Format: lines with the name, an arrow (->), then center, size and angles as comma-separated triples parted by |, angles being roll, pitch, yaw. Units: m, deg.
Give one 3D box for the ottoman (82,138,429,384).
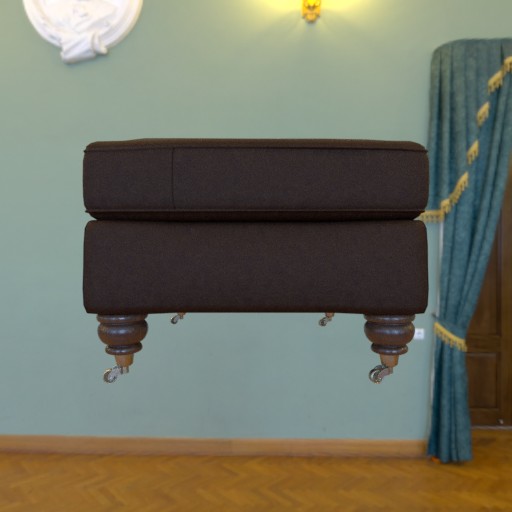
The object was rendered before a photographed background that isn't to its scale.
ottoman -> 0.000, 0.000, 1.793 | 0.967, 0.730, 1.187 | 0, 0, 0
